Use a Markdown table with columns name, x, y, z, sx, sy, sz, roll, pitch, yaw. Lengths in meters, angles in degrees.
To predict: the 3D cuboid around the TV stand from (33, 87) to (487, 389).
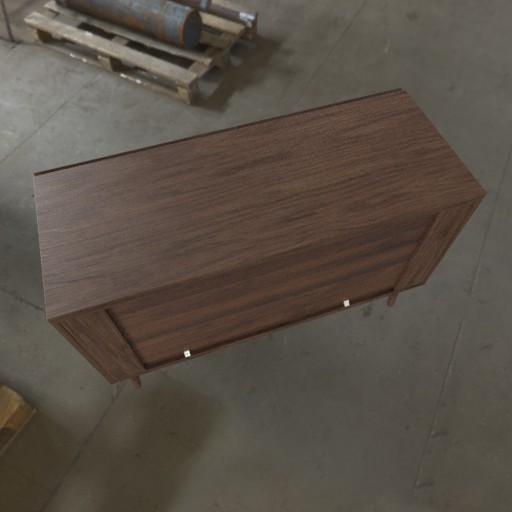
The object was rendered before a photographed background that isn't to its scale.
| name | x | y | z | sx | sy | sz | roll | pitch | yaw |
| --- | --- | --- | --- | --- | --- | --- | --- | --- | --- |
| TV stand | 0.000 | 0.000 | 1.321 | 0.990 | 0.660 | 0.405 | -16 | 60 | -10 |
